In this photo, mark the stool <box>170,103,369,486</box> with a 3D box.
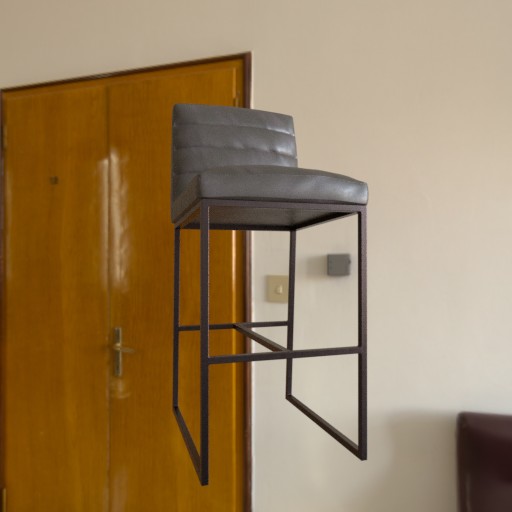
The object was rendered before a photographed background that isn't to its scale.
[{"bbox_3d":[0.000,0.000,1.347,0.463,1.065,0.562,0,0,-18],"label":"stool"}]
